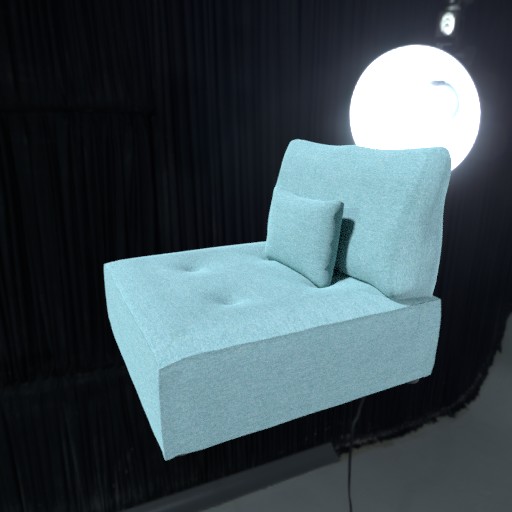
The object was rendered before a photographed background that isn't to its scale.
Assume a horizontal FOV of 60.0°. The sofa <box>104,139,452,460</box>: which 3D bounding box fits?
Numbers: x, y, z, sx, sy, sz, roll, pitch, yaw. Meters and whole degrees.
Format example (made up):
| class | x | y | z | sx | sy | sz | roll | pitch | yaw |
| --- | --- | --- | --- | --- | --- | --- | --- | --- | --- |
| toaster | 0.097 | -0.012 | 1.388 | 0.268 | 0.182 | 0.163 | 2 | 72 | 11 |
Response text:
| class | x | y | z | sx | sy | sz | roll | pitch | yaw |
| --- | --- | --- | --- | --- | --- | --- | --- | --- | --- |
| sofa | 0.000 | 0.000 | 1.674 | 1.000 | 0.820 | 0.930 | -8 | 18 | -25 |
